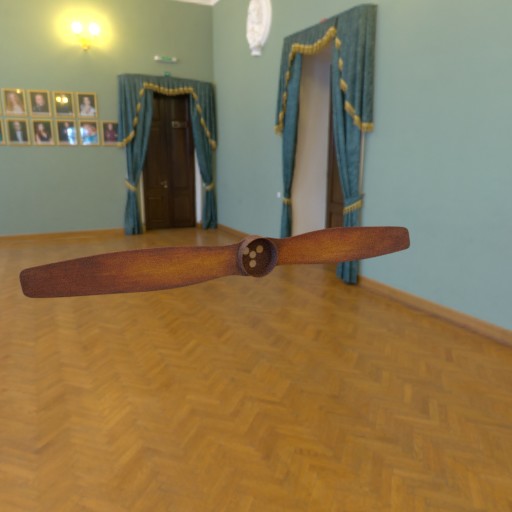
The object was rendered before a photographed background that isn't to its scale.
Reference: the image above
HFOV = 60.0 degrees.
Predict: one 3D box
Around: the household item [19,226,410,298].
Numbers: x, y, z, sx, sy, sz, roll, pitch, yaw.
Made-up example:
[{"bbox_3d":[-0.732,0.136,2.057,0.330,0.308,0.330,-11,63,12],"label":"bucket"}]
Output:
[{"bbox_3d":[0.000,0.000,1.250,1.181,0.121,0.051,-7,15,-27],"label":"household item"}]
